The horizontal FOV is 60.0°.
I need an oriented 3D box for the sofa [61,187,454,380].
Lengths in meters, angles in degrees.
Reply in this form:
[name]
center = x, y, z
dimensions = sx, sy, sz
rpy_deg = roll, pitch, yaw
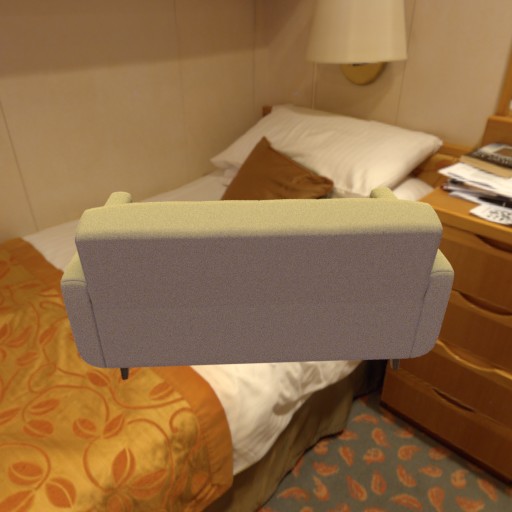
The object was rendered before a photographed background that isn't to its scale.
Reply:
[sofa]
center = 0.000, 0.000, 2.284
dimensions = 1.655, 0.892, 0.980
rpy_deg = -1, 31, -2
